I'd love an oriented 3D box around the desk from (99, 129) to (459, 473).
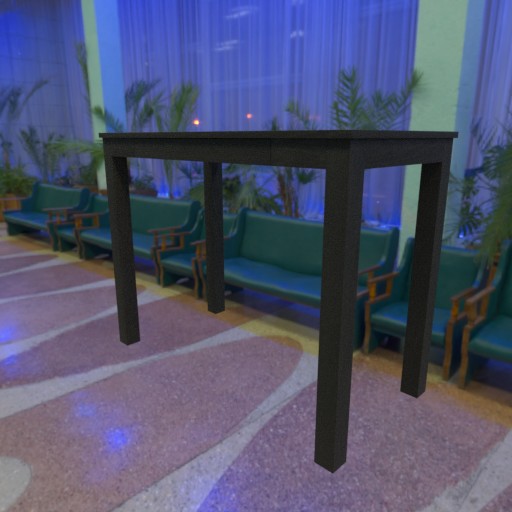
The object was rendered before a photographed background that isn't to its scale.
[{"bbox_3d":[0.000,0.000,1.417,0.991,0.762,0.499,14,21,43],"label":"desk"}]
